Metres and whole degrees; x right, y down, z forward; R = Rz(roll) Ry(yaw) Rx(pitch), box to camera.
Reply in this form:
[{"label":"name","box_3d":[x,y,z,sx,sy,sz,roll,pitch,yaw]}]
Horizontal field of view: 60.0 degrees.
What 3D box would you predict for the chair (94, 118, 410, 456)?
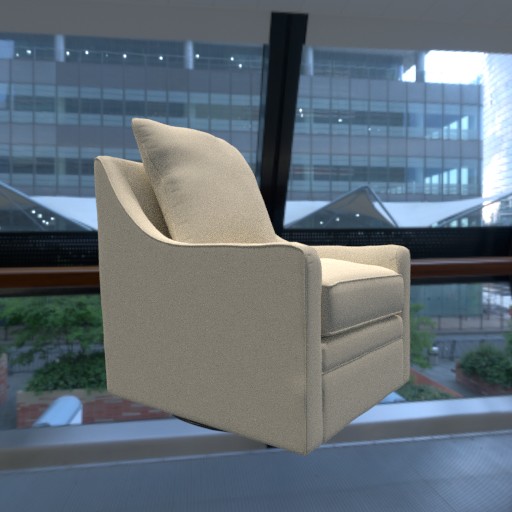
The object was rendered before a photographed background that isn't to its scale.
[{"label":"chair","box_3d":[0.000,0.000,1.565,0.876,0.965,0.756,0,1,37]}]
